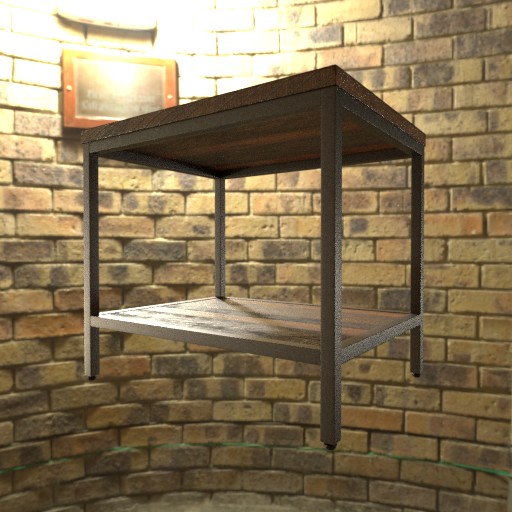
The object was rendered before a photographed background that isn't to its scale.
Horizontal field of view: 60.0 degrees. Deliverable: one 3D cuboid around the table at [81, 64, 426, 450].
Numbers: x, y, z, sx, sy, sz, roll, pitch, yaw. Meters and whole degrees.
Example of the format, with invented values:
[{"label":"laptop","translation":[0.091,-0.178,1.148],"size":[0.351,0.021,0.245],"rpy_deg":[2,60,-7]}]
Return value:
[{"label":"table","translation":[0.000,0.000,1.104],"size":[0.678,0.612,0.524],"rpy_deg":[1,1,35]}]
